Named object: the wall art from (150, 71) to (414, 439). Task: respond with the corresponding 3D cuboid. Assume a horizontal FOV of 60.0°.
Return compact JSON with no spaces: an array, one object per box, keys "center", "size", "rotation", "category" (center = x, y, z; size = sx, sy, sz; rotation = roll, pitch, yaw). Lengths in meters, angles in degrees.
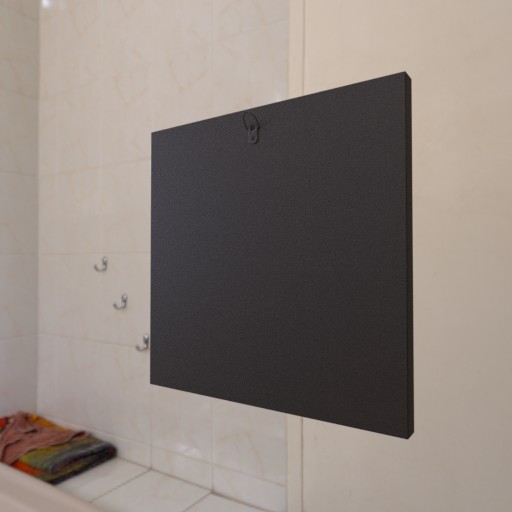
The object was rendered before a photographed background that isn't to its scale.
[{"center":[0.000,0.000,0.520],"size":[0.349,0.349,0.038],"rotation":[-1,-1,34],"category":"wall art"}]
